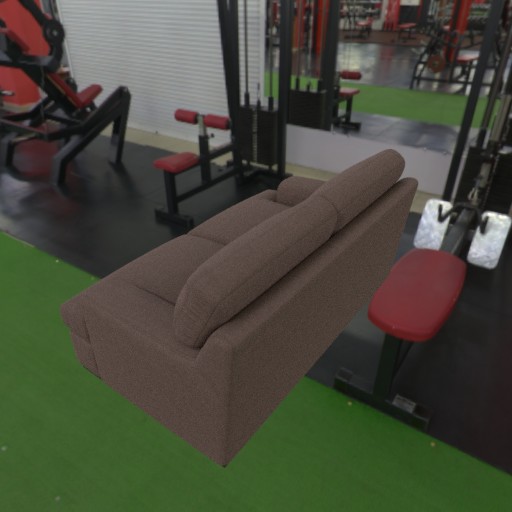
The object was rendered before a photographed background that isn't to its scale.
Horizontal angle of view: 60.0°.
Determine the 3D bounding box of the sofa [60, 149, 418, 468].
[{"bbox_3d":[0.000,0.000,2.490,1.140,0.950,1.869,21,37,30],"label":"sofa"}]
